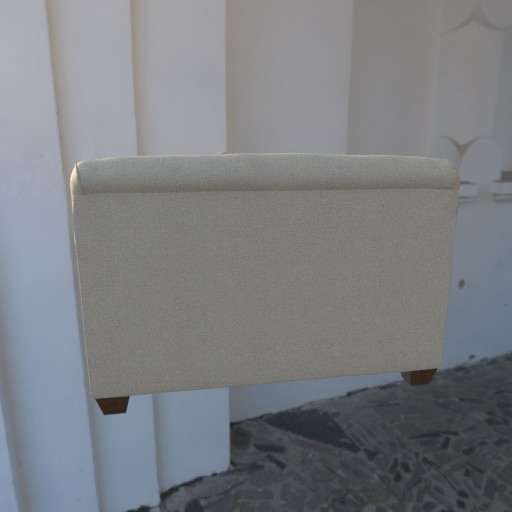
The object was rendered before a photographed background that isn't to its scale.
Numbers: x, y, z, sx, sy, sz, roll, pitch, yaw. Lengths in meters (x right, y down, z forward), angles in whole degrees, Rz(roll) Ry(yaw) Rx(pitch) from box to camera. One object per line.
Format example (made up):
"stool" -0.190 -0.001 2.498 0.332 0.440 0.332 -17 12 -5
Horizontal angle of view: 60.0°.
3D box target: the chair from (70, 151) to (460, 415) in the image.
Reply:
"chair" 0.000 0.000 2.060 1.383 0.948 1.000 -2 14 -10
